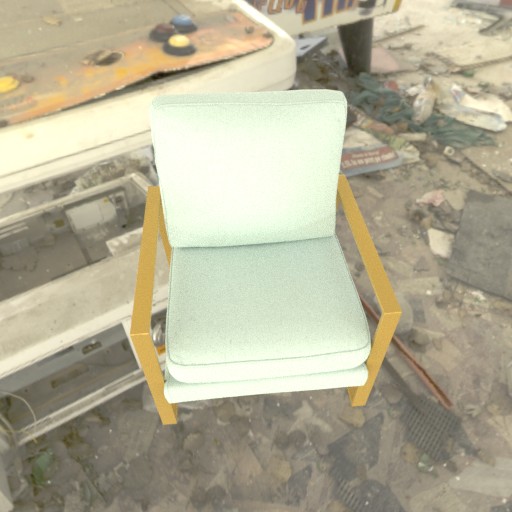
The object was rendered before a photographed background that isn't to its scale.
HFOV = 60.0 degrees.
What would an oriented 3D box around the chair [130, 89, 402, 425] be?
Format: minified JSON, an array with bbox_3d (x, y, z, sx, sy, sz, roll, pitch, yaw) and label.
[{"bbox_3d":[0.000,0.000,1.546,0.758,0.956,0.813,-4,47,-4],"label":"chair"}]
